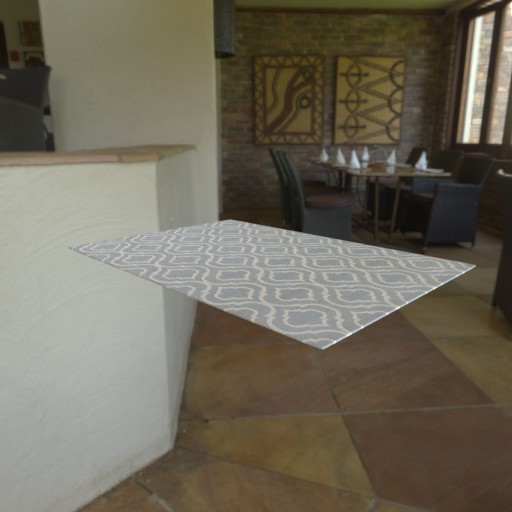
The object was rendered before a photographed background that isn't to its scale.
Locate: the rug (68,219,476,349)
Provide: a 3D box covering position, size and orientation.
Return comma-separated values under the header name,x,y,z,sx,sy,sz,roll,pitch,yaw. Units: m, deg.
name,x,y,z,sx,sy,sz,roll,pitch,yaw
rug,0.000,0.000,2.724,2.080,0.010,1.451,14,20,43
